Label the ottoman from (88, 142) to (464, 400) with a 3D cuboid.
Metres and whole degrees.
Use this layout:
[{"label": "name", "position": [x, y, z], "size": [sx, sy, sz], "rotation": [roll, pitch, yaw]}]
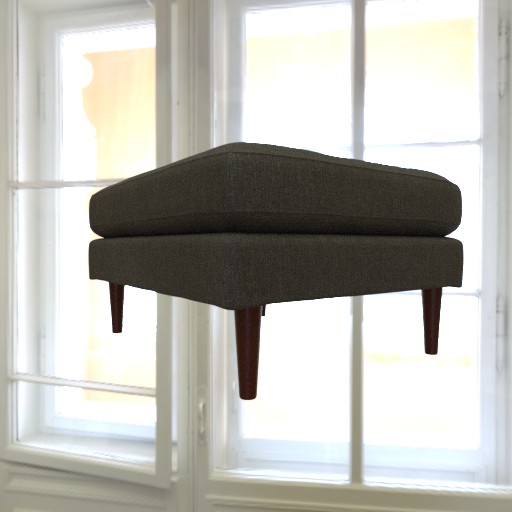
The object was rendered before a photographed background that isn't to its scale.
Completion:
[{"label": "ottoman", "position": [0.000, 0.000, 1.218], "size": [0.693, 0.474, 0.821], "rotation": [-1, 2, -35]}]
